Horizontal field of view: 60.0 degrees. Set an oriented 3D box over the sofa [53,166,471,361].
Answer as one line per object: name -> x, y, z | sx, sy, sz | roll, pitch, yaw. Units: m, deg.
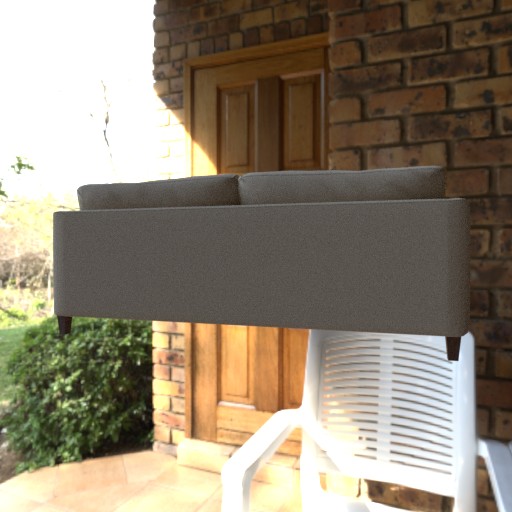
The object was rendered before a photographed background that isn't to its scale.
sofa -> 0.000, 0.000, 2.819 | 2.361, 0.968, 0.951 | 0, 1, 17
